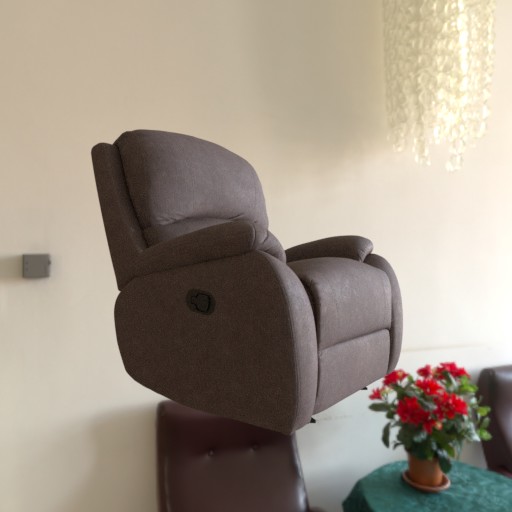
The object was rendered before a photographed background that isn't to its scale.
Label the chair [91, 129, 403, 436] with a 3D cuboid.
[{"bbox_3d":[0.000,0.000,1.721,0.899,1.011,0.930,0,-1,35],"label":"chair"}]
